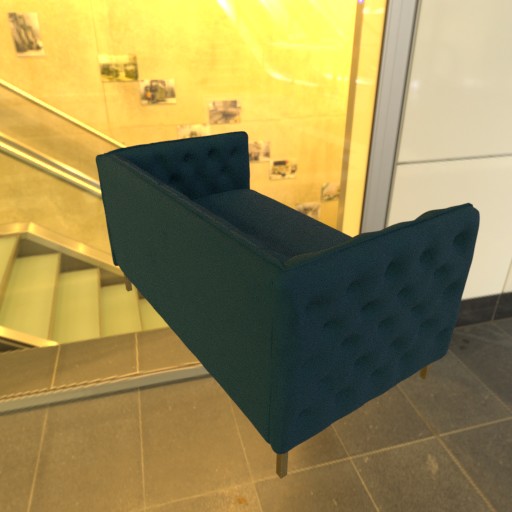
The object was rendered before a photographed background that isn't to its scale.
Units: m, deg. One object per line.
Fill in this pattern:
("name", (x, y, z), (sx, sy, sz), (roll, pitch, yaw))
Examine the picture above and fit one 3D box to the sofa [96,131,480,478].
("sofa", (0.000, 0.000, 2.051), (0.909, 0.810, 1.583), (-18, 32, -30))
